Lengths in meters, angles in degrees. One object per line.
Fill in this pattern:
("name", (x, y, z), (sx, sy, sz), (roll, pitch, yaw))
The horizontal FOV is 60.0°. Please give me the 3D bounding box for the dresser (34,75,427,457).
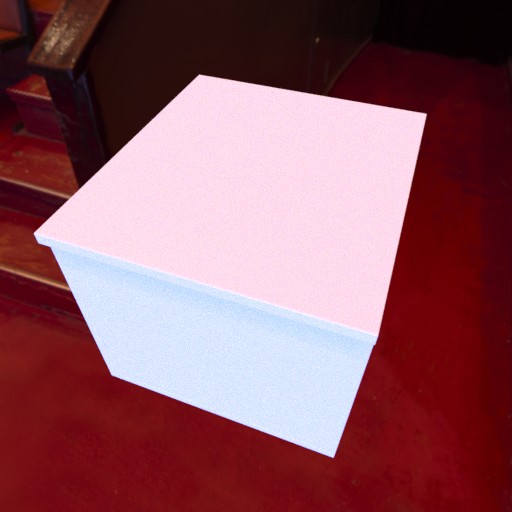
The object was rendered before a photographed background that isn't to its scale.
("dresser", (0.000, 0.000, 0.722), (0.400, 0.360, 0.430), (15, 48, 14))
